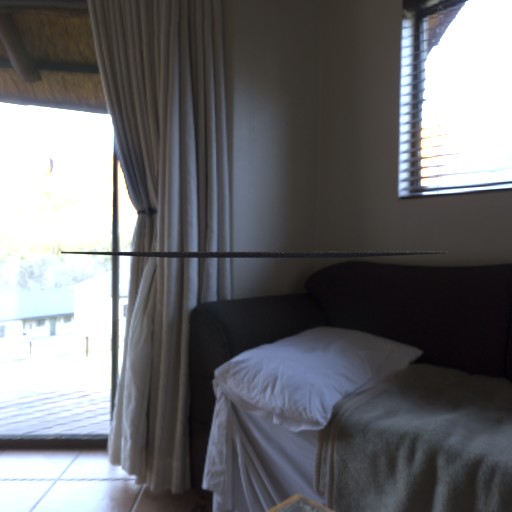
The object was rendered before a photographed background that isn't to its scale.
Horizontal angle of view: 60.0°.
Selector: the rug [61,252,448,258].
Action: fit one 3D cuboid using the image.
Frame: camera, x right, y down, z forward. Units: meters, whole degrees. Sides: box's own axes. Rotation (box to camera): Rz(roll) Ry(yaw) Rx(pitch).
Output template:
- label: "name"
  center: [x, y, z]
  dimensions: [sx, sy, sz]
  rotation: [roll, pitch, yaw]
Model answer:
- label: "rug"
  center: [0.000, 0.000, 2.296]
  dimensions: [1.229, 0.005, 1.827]
  rotation: [0, -1, 0]
